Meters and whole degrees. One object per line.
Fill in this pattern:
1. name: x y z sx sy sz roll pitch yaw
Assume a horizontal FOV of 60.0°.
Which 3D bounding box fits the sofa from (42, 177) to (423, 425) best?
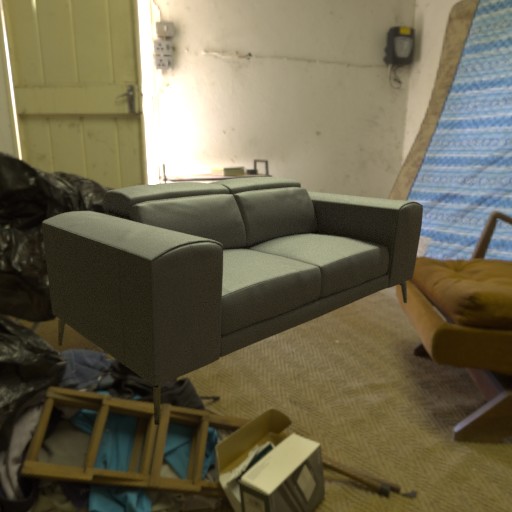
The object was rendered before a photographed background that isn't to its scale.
1. sofa: 0.000 0.000 2.426 1.895 0.779 1.003 -13 19 -42
